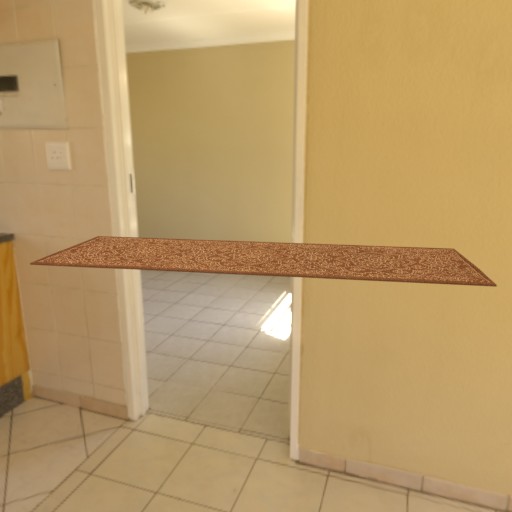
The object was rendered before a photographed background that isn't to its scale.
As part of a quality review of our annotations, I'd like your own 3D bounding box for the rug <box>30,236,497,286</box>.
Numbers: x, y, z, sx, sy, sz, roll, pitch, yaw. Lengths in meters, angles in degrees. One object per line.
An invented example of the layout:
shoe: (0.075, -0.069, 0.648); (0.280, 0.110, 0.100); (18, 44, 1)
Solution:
rug: (0.000, 0.000, 2.652); (2.448, 0.012, 0.769); (2, 14, 9)
